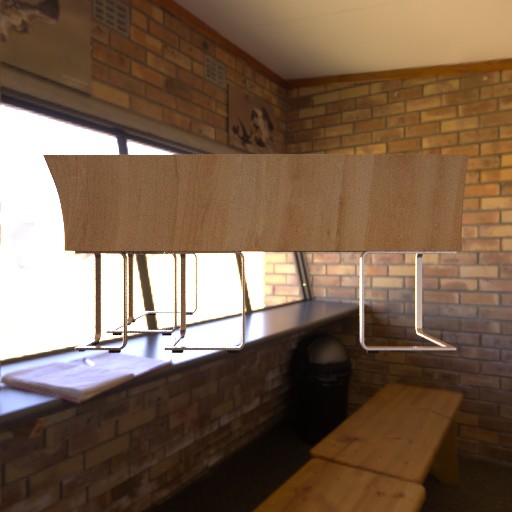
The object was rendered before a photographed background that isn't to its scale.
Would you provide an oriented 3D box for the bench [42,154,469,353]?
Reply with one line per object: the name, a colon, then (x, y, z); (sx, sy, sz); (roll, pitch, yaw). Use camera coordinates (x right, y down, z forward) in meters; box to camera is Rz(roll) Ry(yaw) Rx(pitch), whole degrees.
bench: (0.000, 0.000, 2.767); (1.945, 0.930, 1.495); (0, 0, 0)
